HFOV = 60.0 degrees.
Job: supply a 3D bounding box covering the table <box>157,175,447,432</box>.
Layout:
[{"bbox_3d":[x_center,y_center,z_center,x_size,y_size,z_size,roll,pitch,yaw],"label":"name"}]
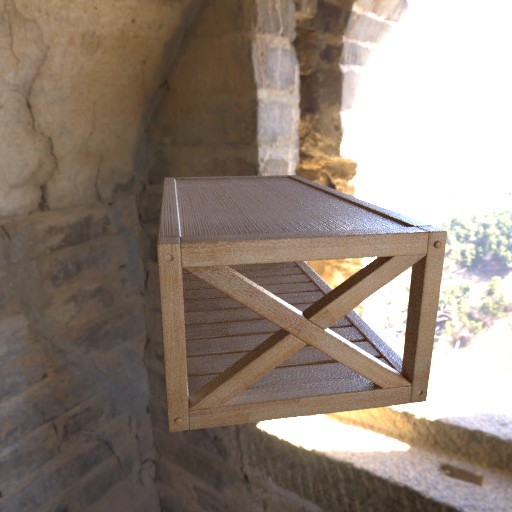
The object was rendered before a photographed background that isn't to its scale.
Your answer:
[{"bbox_3d":[0.000,0.000,1.648,0.660,0.457,1.321,-3,16,-10],"label":"table"}]
